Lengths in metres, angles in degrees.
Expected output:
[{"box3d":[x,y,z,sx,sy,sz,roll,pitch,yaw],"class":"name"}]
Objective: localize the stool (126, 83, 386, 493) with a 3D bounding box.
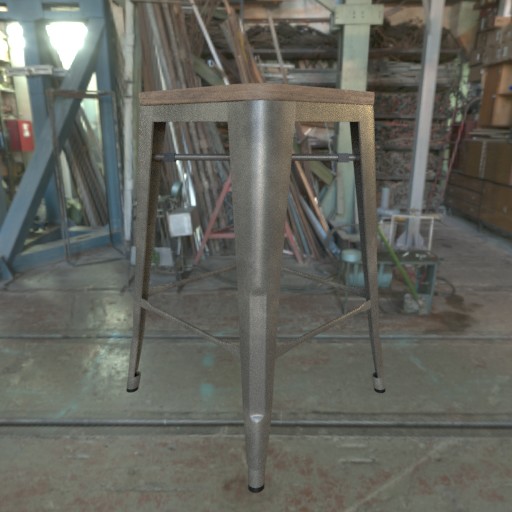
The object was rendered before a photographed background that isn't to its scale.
[{"box3d":[0.000,0.000,0.878,0.407,0.607,0.407,-16,23,-43],"class":"stool"}]
